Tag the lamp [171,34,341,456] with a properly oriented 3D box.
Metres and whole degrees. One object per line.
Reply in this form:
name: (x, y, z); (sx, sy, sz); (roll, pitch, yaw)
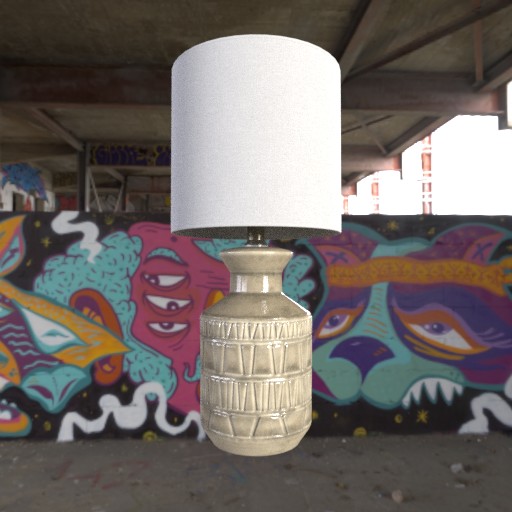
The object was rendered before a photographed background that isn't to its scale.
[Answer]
lamp: (0.000, 0.000, 0.559); (0.211, 0.455, 0.211); (-1, -2, 17)
